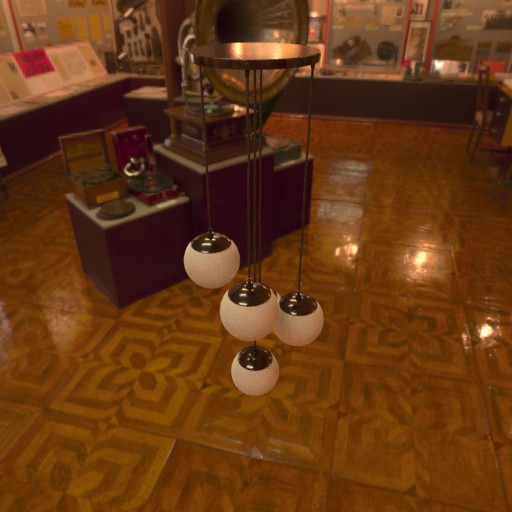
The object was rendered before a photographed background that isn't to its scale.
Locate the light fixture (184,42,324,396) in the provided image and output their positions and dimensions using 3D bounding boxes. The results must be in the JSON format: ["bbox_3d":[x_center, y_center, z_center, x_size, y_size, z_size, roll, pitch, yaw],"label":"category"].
[{"bbox_3d":[0.000,0.000,1.496,0.489,1.271,0.484,9,33,14],"label":"light fixture"}]
